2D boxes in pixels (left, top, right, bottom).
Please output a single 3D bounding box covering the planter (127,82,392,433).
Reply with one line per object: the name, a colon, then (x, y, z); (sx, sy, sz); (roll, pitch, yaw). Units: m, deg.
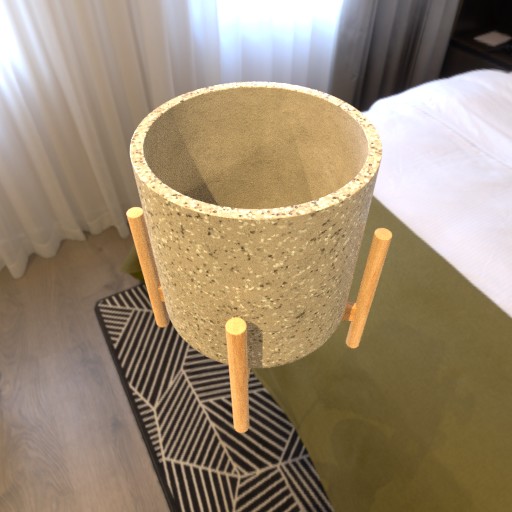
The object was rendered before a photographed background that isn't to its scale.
planter: (0.000, 0.000, 0.693); (0.360, 0.419, 0.360); (23, 50, 20)
